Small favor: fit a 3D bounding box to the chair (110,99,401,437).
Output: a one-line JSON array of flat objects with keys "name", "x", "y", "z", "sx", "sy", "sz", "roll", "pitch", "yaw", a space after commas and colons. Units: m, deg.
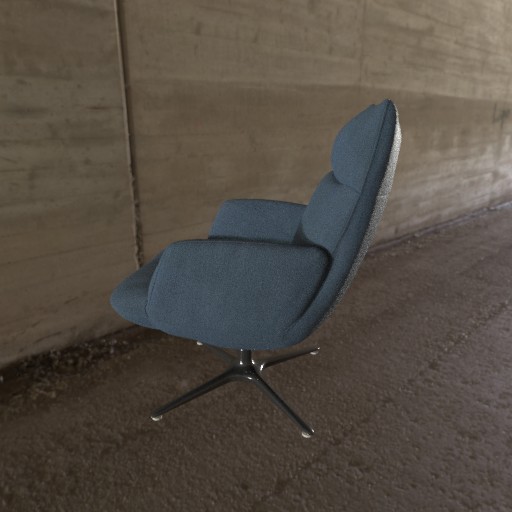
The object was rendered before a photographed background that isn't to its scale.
[{"name": "chair", "x": 0.000, "y": 0.000, "z": 1.551, "sx": 0.889, "sy": 1.016, "sz": 0.711, "roll": 3, "pitch": 18, "yaw": 9}]
